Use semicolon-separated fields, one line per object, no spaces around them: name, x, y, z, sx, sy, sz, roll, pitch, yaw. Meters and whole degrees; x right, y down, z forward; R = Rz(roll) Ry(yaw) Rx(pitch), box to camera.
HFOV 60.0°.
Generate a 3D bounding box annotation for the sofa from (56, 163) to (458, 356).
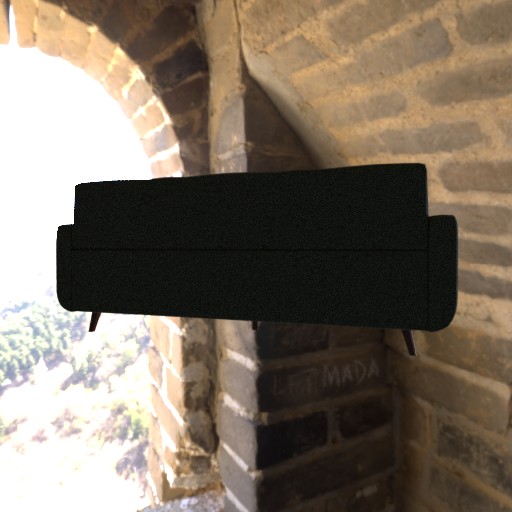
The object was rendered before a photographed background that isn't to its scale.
sofa;0.000;0.000;2.536;2.029;0.841;0.909;0;1;19
